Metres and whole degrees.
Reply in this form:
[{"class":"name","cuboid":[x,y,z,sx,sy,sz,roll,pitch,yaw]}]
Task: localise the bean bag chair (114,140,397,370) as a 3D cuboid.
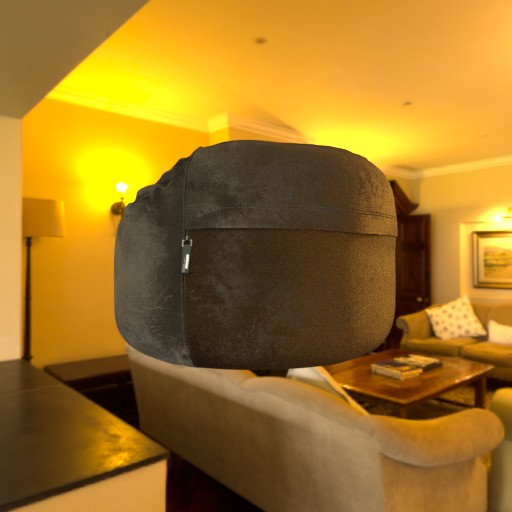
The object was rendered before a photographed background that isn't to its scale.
[{"class":"bean bag chair","cuboid":[0.000,0.000,1.497,0.918,0.605,0.918,0,-1,0]}]
